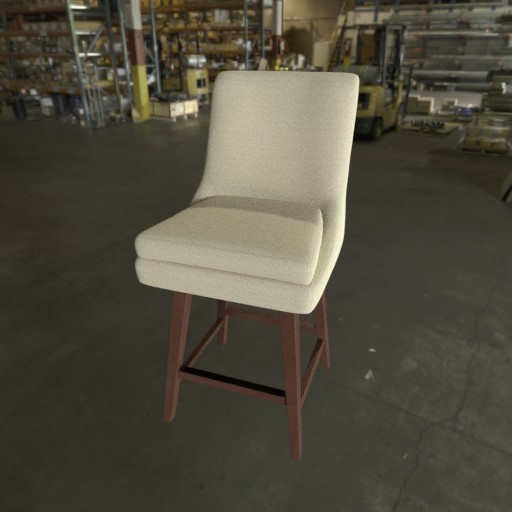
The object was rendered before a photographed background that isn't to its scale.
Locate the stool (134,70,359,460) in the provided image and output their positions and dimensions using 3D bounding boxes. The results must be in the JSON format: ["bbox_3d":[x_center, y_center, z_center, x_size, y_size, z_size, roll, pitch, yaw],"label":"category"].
[{"bbox_3d":[0.000,0.000,1.313,0.483,0.991,0.559,9,27,18],"label":"stool"}]
